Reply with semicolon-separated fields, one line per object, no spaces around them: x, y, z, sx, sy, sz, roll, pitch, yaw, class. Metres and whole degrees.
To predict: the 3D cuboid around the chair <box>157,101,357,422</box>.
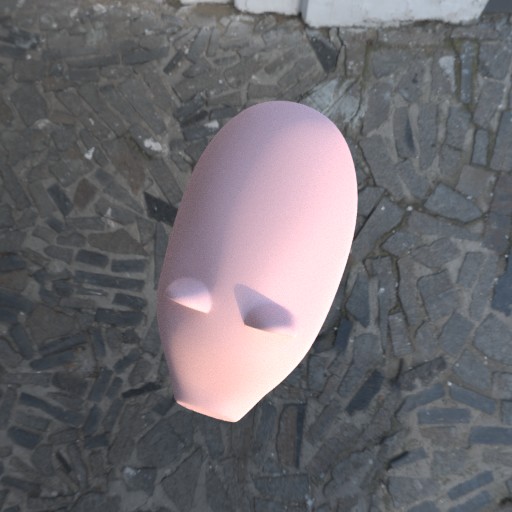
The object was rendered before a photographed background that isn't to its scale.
0.000;0.000;0.864;0.364;0.423;0.619;17;77;4;chair
